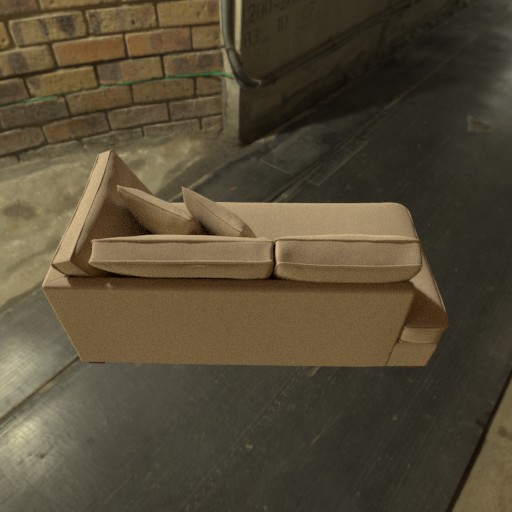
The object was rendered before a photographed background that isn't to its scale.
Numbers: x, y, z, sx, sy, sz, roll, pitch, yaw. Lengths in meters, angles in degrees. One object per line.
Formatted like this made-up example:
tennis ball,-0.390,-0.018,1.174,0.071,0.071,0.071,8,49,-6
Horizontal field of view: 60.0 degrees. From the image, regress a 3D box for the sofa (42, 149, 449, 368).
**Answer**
sofa,0.000,0.000,2.884,2.237,1.033,1.110,1,47,1
